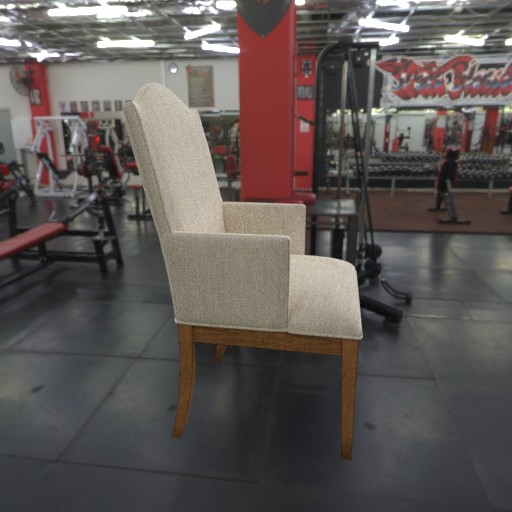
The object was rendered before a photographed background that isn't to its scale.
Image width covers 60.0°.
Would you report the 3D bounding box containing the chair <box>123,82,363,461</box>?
[{"bbox_3d":[0.000,0.000,1.375,0.641,1.016,0.533,3,17,10],"label":"chair"}]
